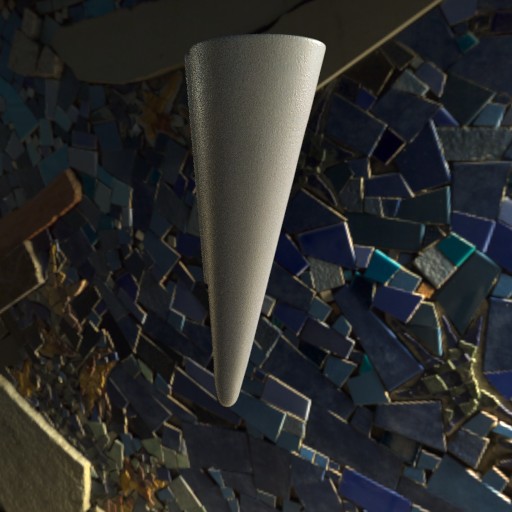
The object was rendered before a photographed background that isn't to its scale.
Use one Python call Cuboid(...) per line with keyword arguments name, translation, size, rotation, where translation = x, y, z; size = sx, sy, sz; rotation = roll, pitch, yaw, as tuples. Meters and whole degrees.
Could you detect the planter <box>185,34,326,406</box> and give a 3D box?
Cuboid(name="planter", translation=(0.000, 0.000, 0.223), size=(0.057, 0.191, 0.064), rotation=(-14, 20, -43))
